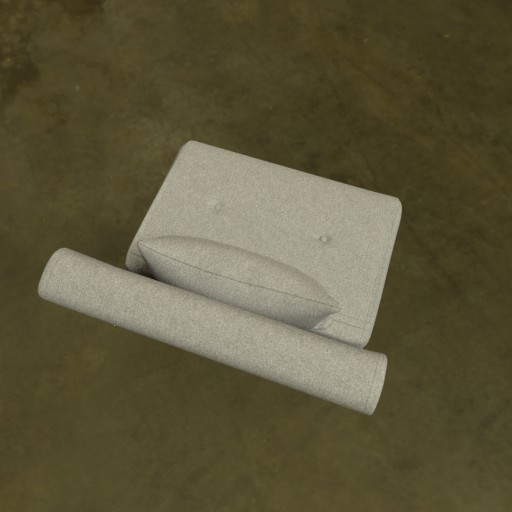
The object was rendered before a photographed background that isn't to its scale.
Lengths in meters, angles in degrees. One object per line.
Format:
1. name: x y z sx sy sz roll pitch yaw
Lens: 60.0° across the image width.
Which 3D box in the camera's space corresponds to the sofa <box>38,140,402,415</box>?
1. sofa: 0.000 0.000 1.736 1.020 0.825 1.000 17 65 8
